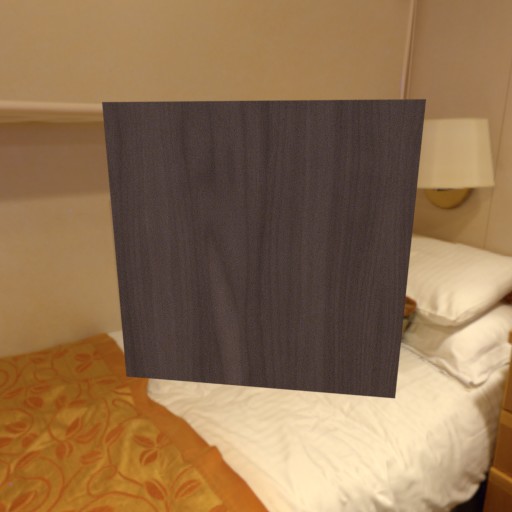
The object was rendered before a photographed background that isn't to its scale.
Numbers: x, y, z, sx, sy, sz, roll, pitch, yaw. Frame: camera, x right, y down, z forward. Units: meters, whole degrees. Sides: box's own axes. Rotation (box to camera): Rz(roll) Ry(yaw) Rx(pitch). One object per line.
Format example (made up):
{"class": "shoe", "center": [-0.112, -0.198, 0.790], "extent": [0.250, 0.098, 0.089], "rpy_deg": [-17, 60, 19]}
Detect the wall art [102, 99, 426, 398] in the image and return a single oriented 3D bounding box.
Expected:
{"class": "wall art", "center": [0.000, 0.000, 0.766], "extent": [0.508, 0.507, 0.016], "rpy_deg": [2, 17, 8]}
